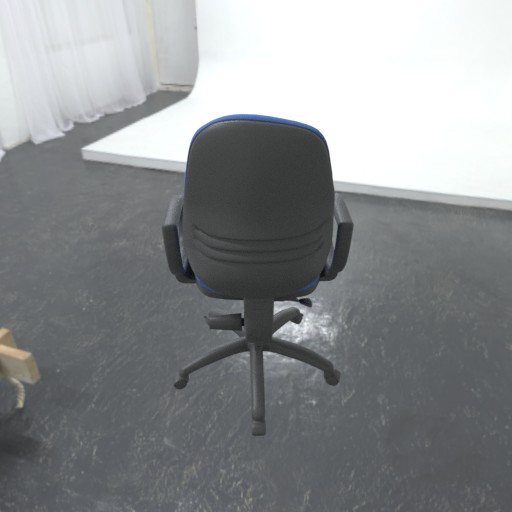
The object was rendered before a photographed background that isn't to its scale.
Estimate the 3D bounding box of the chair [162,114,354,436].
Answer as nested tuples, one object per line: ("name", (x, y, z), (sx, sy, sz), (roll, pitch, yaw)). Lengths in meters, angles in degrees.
("chair", (0.000, 0.000, 1.266), (0.552, 0.905, 0.549), (-1, 32, -1))
